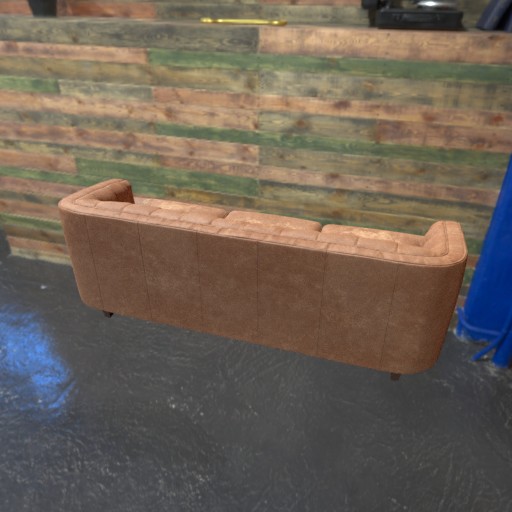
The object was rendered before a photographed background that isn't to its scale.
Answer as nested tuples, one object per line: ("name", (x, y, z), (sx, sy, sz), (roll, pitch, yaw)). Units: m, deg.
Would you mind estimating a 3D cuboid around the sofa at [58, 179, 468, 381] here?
("sofa", (0.000, 0.000, 2.668), (2.257, 0.791, 0.922), (9, 33, 15))
